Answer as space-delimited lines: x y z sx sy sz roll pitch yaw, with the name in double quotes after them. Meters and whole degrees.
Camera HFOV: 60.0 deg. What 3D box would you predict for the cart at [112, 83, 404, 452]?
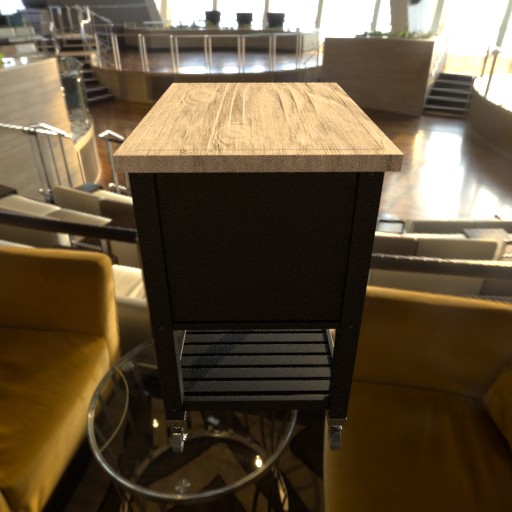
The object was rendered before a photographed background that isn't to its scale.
0.000 0.000 1.429 0.567 0.920 0.797 0 31 -1 "cart"
